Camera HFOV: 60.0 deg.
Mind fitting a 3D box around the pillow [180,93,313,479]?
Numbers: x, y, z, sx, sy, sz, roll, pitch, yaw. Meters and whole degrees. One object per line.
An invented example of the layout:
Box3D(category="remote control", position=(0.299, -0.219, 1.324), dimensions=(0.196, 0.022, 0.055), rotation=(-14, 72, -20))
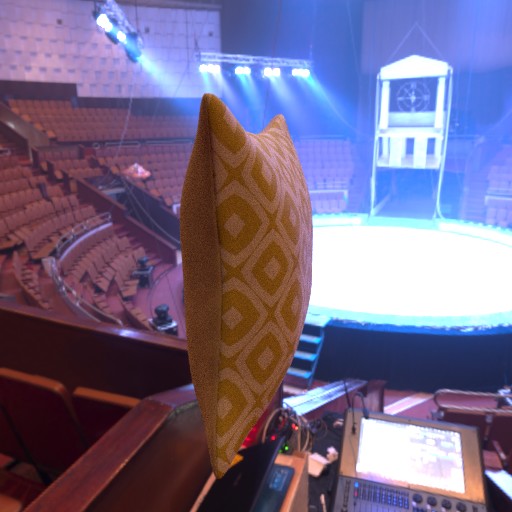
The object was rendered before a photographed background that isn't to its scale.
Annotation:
Box3D(category="pillow", position=(0.000, 0.000, 0.770), dimensions=(0.188, 0.494, 0.504), rotation=(3, 15, 12))
